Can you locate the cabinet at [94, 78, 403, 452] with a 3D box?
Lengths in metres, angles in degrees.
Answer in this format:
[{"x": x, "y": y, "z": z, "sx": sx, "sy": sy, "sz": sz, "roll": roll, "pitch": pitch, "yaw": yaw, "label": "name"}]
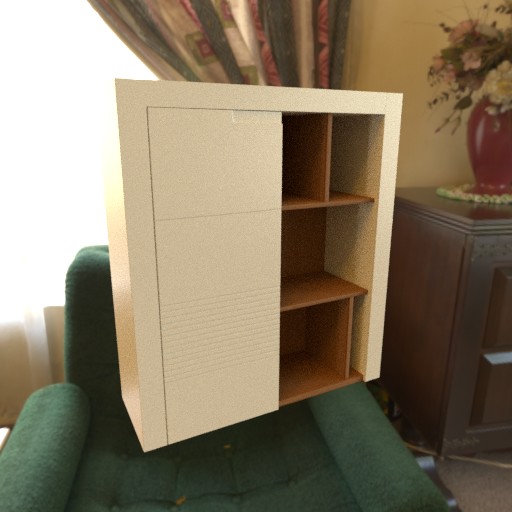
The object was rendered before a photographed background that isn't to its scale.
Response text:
[{"x": 0.000, "y": 0.000, "z": 1.646, "sx": 0.990, "sy": 1.150, "sz": 0.348, "roll": -8, "pitch": 17, "yaw": -26, "label": "cabinet"}]
